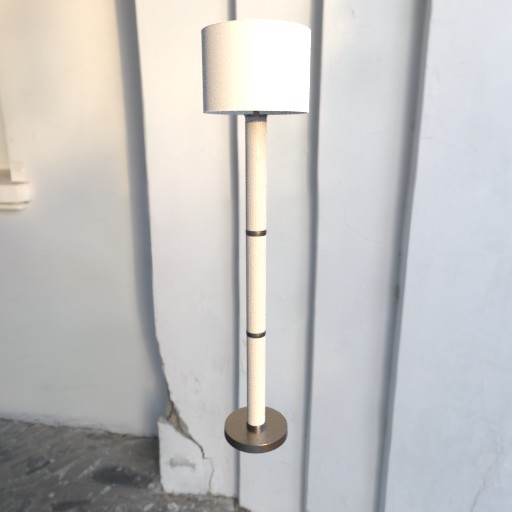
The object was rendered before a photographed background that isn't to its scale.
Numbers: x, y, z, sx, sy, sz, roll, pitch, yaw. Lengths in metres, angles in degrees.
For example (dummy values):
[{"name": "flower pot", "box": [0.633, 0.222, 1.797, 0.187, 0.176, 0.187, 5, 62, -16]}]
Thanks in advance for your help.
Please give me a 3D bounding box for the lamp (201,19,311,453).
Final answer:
[{"name": "lamp", "box": [0.000, 0.000, 1.732, 0.377, 1.599, 0.377, 8, 18, 28]}]
